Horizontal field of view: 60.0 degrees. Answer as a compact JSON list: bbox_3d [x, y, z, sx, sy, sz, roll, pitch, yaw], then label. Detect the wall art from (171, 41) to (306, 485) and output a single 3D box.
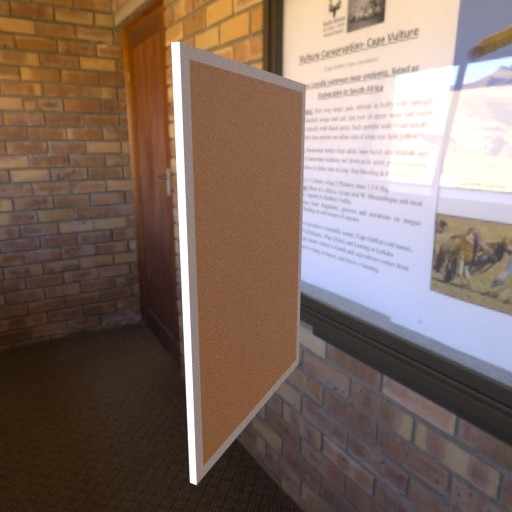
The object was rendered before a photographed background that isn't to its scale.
[{"bbox_3d":[0.000,0.000,0.834,0.013,0.656,0.456,7,16,26],"label":"wall art"}]
